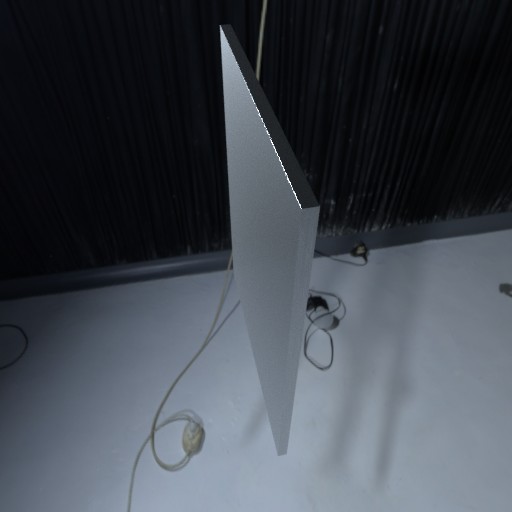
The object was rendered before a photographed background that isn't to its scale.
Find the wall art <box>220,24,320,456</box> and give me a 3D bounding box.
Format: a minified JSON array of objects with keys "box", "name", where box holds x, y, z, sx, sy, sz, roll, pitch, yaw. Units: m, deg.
[{"box":[0.000,0.000,1.346,0.030,1.046,0.816,-9,47,-8],"name":"wall art"}]
